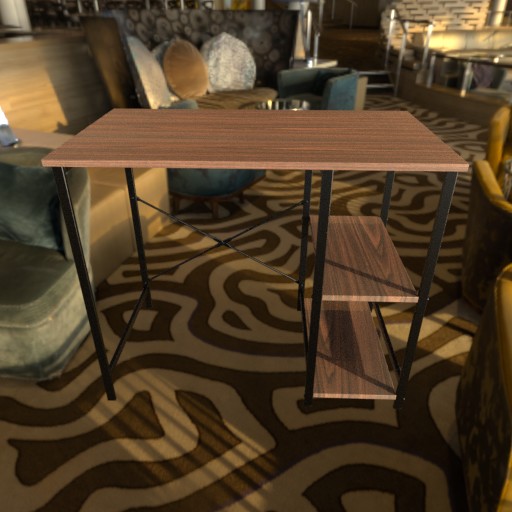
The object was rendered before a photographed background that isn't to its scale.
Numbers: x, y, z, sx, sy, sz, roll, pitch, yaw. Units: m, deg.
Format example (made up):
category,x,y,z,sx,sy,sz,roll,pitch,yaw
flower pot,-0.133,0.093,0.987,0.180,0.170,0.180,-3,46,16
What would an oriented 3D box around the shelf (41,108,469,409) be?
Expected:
category,x,y,z,sx,sy,sz,roll,pitch,yaw
shelf,0.000,0.000,1.336,0.902,0.750,0.498,1,30,2
